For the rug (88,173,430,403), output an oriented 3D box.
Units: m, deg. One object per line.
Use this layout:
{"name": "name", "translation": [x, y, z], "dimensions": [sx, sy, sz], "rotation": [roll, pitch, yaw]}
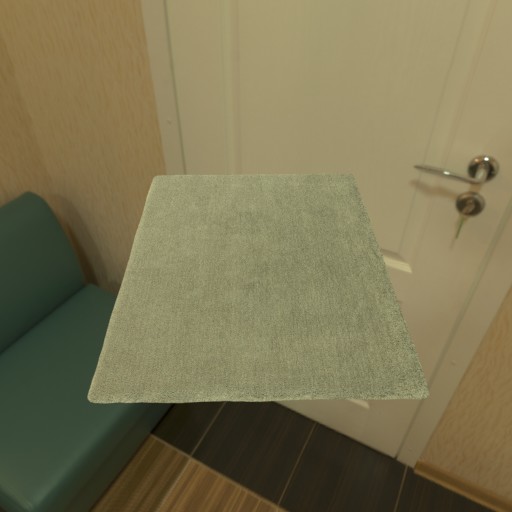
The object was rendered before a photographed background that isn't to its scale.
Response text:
{"name": "rug", "translation": [0.000, 0.000, 4.055], "dimensions": [2.332, 0.027, 2.933], "rotation": [-1, 41, -1]}
